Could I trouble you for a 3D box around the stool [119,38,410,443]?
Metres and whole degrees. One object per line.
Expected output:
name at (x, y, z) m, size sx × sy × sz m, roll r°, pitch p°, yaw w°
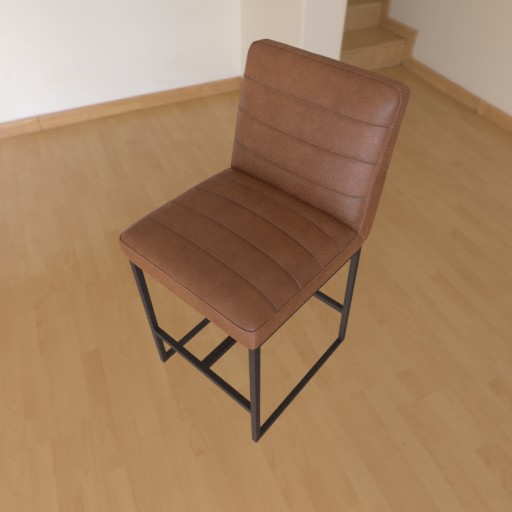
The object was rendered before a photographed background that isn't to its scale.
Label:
stool at (0.000, 0.000, 1.233) m, size 0.458 × 0.940 × 0.556 m, roll 32°, pitch 54°, yaw 27°
